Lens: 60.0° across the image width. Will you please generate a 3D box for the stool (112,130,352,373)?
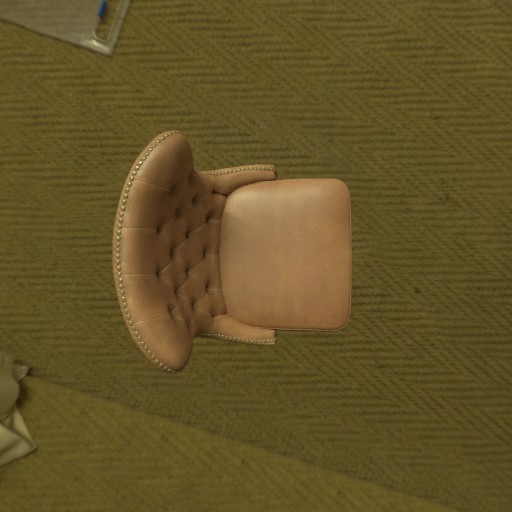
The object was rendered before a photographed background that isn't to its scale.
[{"bbox_3d":[0.000,0.000,1.428,0.601,1.050,0.528,0,89,0],"label":"stool"}]
